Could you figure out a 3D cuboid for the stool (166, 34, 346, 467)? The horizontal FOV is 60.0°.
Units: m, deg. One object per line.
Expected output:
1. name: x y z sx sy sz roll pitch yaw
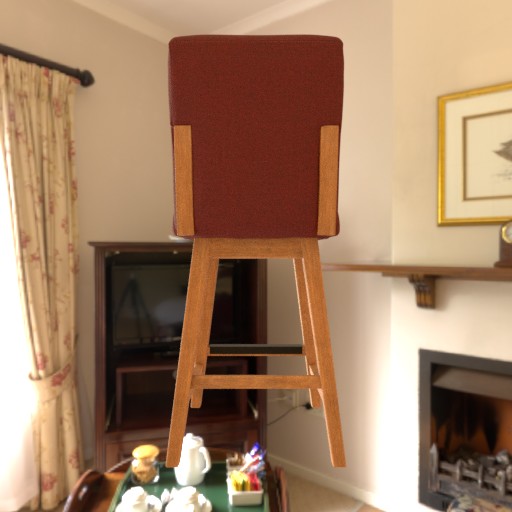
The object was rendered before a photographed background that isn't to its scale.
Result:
1. stool: 0.000 0.000 1.292 0.468 1.038 0.562 0 1 0
